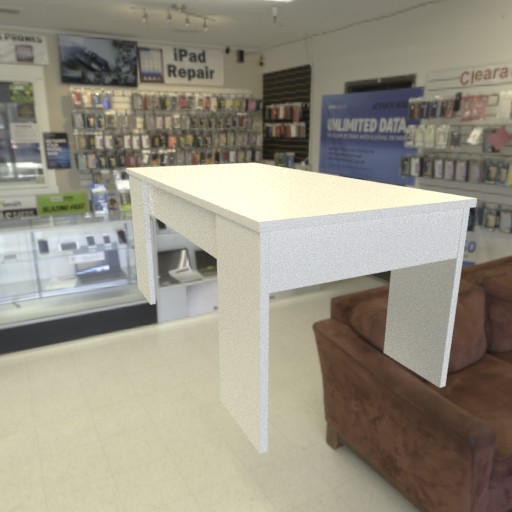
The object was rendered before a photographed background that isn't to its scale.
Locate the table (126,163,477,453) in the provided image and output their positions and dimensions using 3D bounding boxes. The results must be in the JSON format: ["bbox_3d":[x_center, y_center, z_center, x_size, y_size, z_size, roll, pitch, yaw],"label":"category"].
[{"bbox_3d":[0.000,0.000,1.281,0.500,0.440,1.000,-8,18,-26],"label":"table"}]
